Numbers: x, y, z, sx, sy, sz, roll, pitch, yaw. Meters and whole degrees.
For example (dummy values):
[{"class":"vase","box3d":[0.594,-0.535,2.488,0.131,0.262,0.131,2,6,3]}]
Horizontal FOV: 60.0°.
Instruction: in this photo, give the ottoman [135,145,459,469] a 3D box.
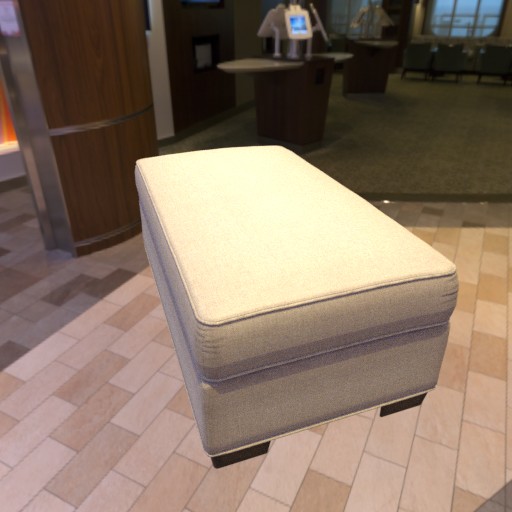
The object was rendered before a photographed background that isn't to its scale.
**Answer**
[{"class":"ottoman","box3d":[0.000,0.000,1.420,0.617,0.461,1.097,-10,31,-17]}]
